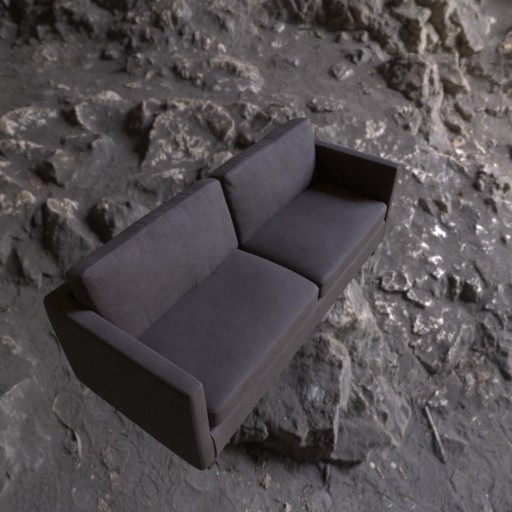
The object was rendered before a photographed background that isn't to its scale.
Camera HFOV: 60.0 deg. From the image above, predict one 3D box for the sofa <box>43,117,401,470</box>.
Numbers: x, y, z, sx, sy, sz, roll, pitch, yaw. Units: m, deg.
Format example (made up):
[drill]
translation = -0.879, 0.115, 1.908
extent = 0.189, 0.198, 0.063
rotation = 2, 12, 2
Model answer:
[sofa]
translation = 0.000, 0.000, 2.710
extent = 0.951, 0.965, 2.208
rotation = 24, 46, 26
